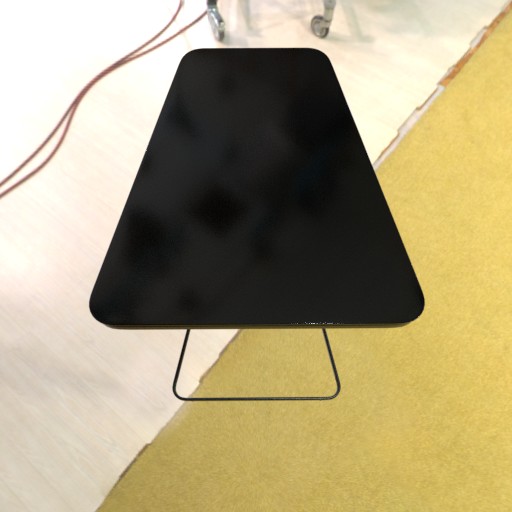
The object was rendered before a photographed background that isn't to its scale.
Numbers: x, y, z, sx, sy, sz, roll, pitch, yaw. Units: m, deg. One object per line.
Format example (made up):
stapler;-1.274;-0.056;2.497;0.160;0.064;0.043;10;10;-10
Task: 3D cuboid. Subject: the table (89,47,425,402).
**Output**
table;0.000;0.000;0.939;0.427;0.624;0.500;0;64;0
